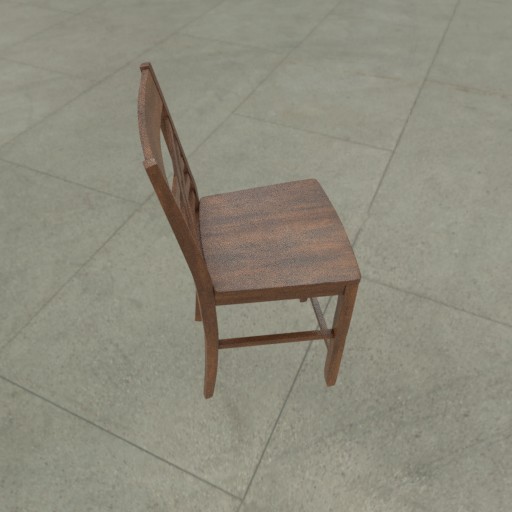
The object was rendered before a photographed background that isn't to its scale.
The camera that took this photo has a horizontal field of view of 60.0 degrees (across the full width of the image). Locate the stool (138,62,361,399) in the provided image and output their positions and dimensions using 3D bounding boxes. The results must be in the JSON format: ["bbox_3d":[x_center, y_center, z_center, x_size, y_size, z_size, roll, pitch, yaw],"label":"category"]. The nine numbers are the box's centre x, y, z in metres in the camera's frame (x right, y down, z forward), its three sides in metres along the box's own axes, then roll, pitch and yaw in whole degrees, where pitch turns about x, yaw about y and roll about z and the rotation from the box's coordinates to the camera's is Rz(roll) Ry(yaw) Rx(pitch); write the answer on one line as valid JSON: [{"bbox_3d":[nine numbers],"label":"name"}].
[{"bbox_3d":[0.000,0.000,1.408,0.539,1.079,0.462,-8,48,-7],"label":"stool"}]
